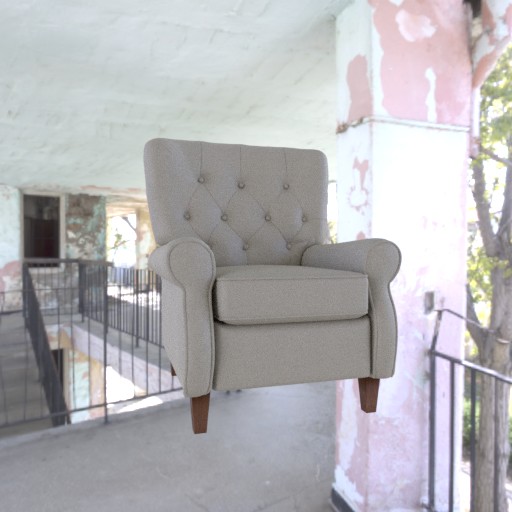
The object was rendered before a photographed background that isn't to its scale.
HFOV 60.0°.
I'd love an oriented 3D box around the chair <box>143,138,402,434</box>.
[{"bbox_3d":[0.000,0.000,1.963,0.943,1.158,1.059,0,1,-17],"label":"chair"}]
